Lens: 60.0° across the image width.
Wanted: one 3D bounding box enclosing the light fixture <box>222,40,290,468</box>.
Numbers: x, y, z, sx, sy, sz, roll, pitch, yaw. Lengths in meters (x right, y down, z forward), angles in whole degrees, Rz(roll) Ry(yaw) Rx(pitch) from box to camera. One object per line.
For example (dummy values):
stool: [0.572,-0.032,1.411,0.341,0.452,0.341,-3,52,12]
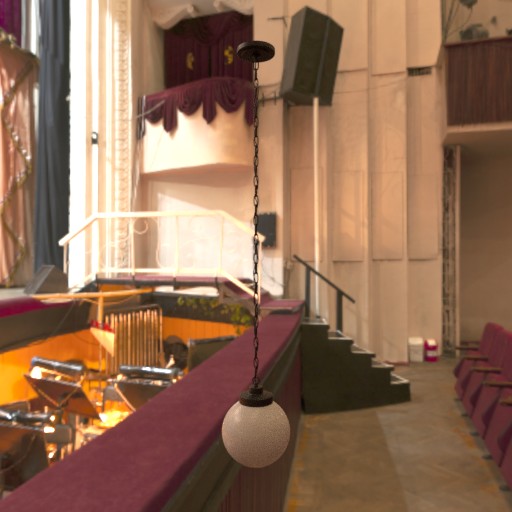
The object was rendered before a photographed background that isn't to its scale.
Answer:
light fixture: [0.000,0.000,1.996,0.305,1.867,0.304,0,-1,16]
